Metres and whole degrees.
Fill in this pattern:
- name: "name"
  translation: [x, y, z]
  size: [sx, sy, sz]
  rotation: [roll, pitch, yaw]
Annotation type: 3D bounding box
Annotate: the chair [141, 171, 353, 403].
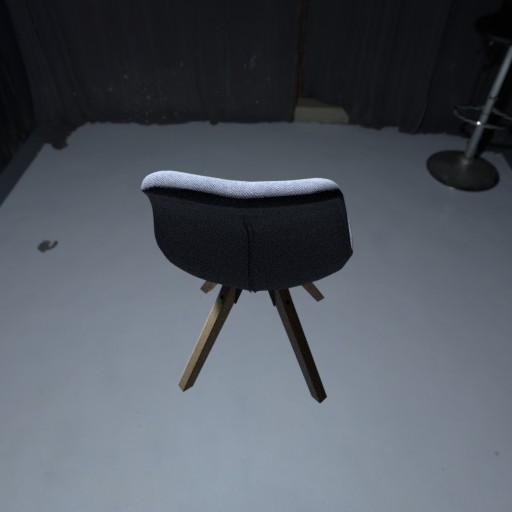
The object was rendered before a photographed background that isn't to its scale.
- name: "chair"
  translation: [0.000, 0.000, 1.161]
  size: [0.485, 0.850, 0.550]
  rotation: [4, 47, 4]
